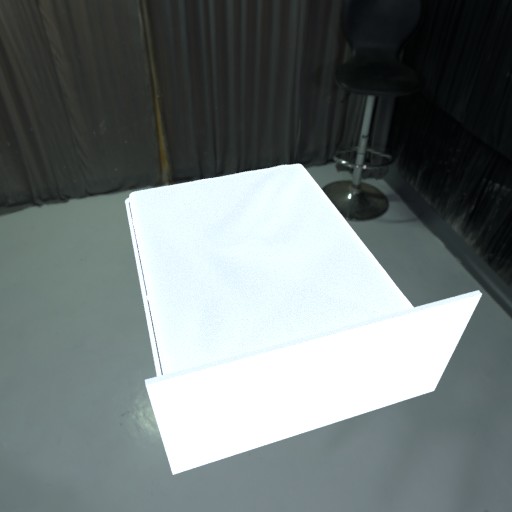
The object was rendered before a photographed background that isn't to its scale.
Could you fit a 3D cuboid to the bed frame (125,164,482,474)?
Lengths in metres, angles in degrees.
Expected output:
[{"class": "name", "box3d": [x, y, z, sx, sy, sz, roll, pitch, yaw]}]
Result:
[{"class": "bed frame", "box3d": [0.000, 0.000, 2.764, 1.490, 0.800, 1.950, -12, 43, -13]}]
